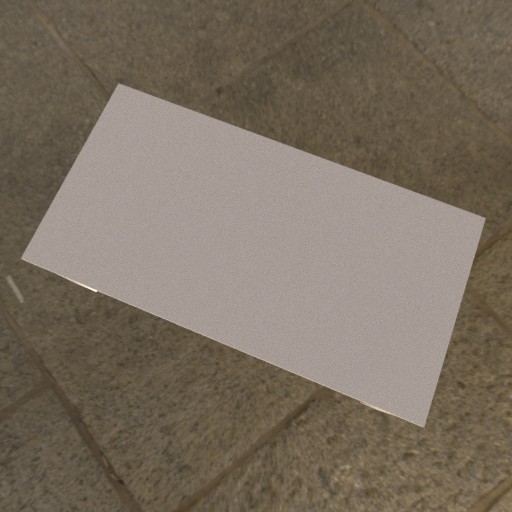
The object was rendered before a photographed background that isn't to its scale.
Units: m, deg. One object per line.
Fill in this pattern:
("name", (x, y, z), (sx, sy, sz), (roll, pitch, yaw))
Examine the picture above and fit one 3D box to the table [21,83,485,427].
("table", (0.000, 0.000, 1.671), (1.350, 0.470, 0.700), (22, 77, 5))
